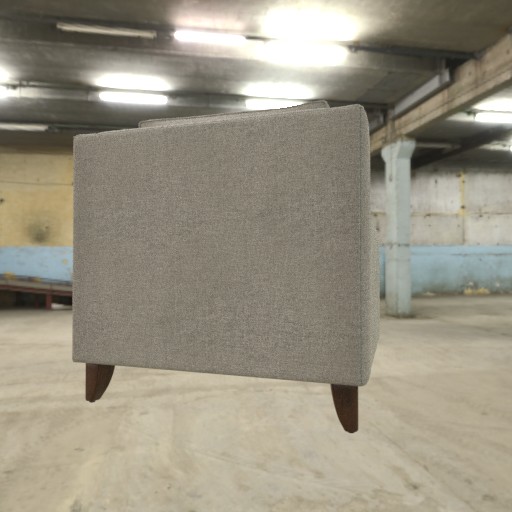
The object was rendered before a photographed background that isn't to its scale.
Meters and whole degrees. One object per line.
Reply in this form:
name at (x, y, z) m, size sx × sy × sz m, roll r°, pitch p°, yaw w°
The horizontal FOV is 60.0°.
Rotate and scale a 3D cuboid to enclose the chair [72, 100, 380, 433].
chair at (0.000, 0.000, 1.573) m, size 0.838 × 0.864 × 0.918 m, roll 0°, pitch -1°, yaw 18°
